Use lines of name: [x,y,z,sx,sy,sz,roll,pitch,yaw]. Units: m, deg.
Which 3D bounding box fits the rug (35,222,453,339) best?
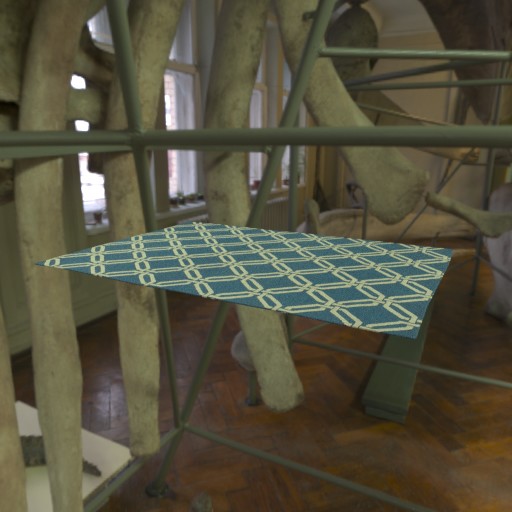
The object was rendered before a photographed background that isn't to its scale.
rug: [0.000,0.000,2.735,2.135,0.013,1.524,8,17,27]
